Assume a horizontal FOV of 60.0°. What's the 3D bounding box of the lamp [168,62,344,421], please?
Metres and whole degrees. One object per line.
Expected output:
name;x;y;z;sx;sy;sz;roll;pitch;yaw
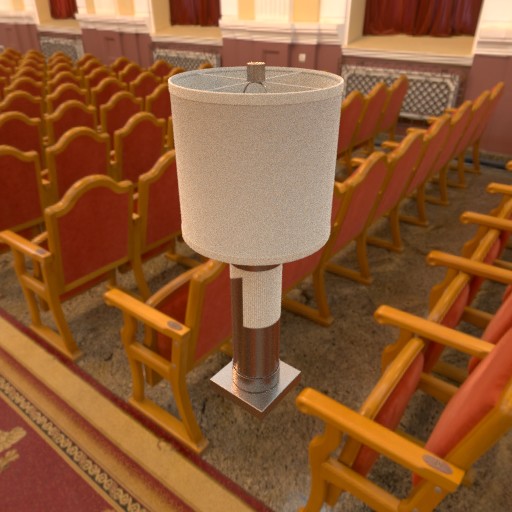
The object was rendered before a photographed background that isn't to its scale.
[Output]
lamp;0.000;0.000;0.635;0.202;0.509;0.202;22;37;33
